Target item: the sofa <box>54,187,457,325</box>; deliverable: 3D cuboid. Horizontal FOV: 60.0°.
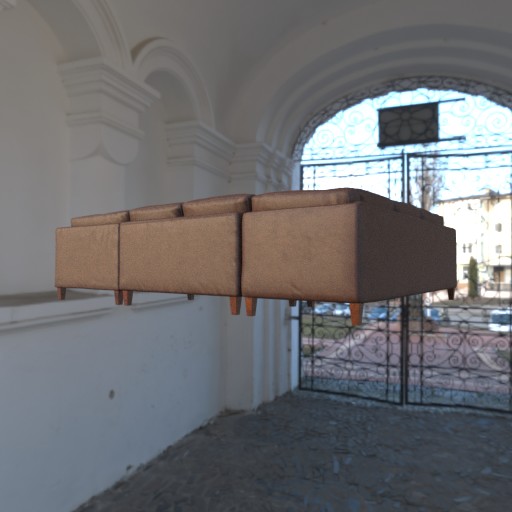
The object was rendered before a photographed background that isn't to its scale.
[{"bbox_3d":[0.000,0.000,4.686,3.460,0.923,2.593,-1,-1,36],"label":"sofa"}]
